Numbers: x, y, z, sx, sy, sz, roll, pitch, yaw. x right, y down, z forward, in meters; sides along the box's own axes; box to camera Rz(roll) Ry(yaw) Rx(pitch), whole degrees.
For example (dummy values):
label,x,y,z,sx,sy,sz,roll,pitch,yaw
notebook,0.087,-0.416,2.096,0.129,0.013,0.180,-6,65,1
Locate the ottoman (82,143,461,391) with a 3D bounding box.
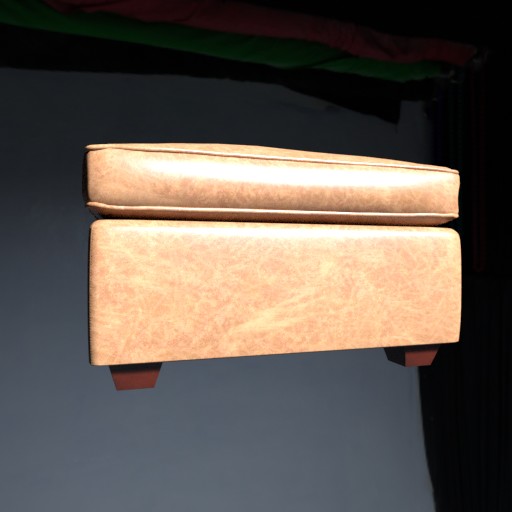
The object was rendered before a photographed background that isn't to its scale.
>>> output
label,x,y,z,sx,sy,sz,roll,pitch,yaw
ottoman,0.000,0.000,1.072,0.756,0.468,0.554,0,0,-17
